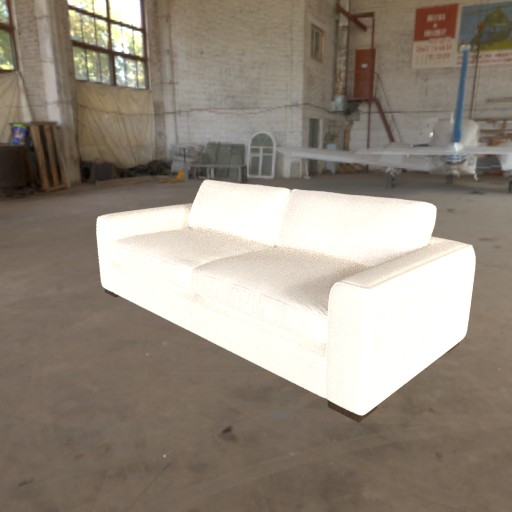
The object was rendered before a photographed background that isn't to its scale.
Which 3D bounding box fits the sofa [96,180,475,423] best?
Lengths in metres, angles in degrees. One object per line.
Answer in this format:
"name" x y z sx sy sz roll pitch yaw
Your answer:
"sofa" 0.000 0.000 2.775 1.070 0.801 2.262 -14 21 -43
